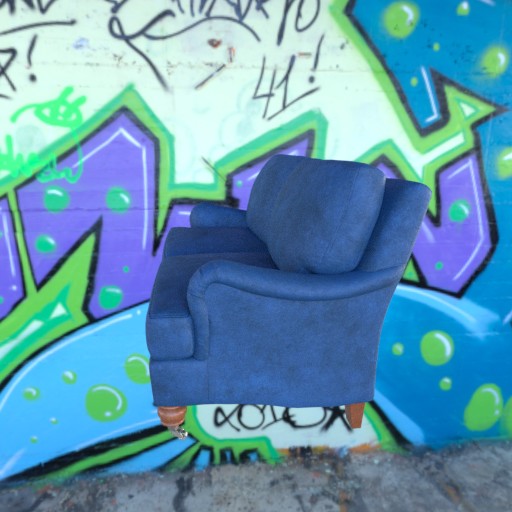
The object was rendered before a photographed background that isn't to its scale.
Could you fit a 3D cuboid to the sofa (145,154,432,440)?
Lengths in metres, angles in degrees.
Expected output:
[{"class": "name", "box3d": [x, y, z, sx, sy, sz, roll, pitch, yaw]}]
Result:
[{"class": "sofa", "box3d": [0.000, 0.000, 2.517, 1.084, 1.101, 1.853, -2, 14, -8]}]
